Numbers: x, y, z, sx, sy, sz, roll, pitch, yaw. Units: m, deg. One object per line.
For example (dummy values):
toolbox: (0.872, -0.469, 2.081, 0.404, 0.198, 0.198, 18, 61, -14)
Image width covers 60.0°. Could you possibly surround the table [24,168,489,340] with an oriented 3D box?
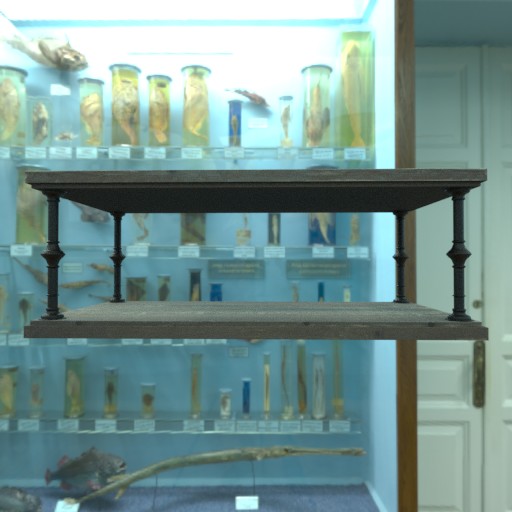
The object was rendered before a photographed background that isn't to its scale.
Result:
table: (0.000, 0.000, 1.317, 1.088, 0.399, 0.554, 0, -1, 2)
